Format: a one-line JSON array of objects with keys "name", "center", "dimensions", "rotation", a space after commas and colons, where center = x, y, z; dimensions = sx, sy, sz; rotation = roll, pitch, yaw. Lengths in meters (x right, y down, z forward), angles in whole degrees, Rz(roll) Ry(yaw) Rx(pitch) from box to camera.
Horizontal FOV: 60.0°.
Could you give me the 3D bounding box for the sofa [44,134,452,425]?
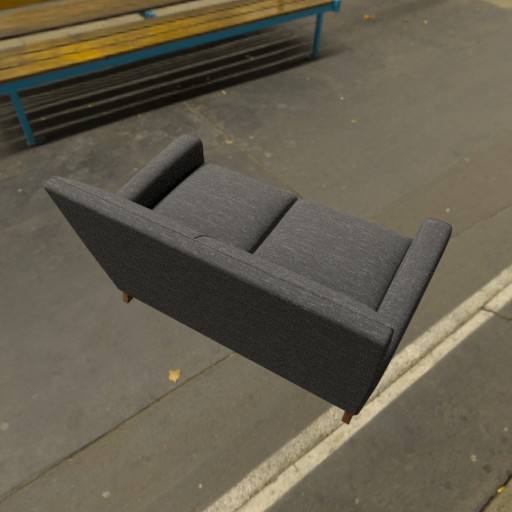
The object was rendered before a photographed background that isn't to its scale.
[{"name": "sofa", "center": [0.000, 0.000, 1.975], "dimensions": [1.420, 0.846, 0.875], "rotation": [24, 51, 21]}]
